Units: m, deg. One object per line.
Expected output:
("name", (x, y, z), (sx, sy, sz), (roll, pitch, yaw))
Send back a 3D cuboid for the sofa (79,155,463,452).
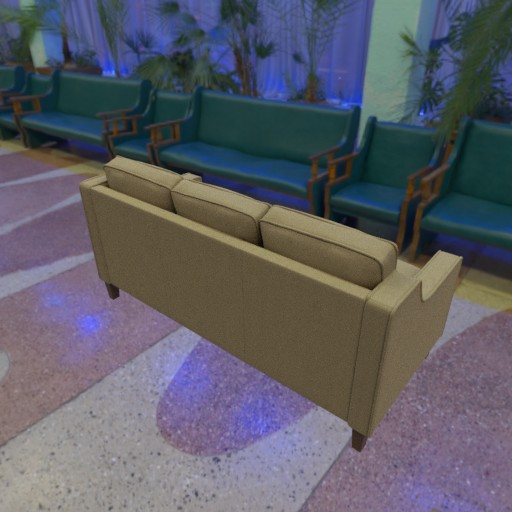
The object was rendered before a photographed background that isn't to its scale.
("sofa", (0.000, 0.000, 2.555), (1.986, 0.974, 0.911), (22, 37, 33))
